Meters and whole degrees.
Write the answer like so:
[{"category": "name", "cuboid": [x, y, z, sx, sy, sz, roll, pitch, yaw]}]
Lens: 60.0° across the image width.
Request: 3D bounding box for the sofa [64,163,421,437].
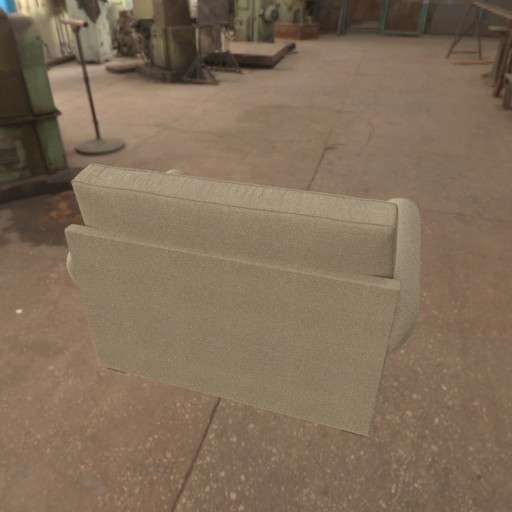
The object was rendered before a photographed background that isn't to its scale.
[{"category": "sofa", "cuboid": [0.000, 0.000, 2.037, 1.405, 0.991, 0.936, 10, 34, 15]}]
